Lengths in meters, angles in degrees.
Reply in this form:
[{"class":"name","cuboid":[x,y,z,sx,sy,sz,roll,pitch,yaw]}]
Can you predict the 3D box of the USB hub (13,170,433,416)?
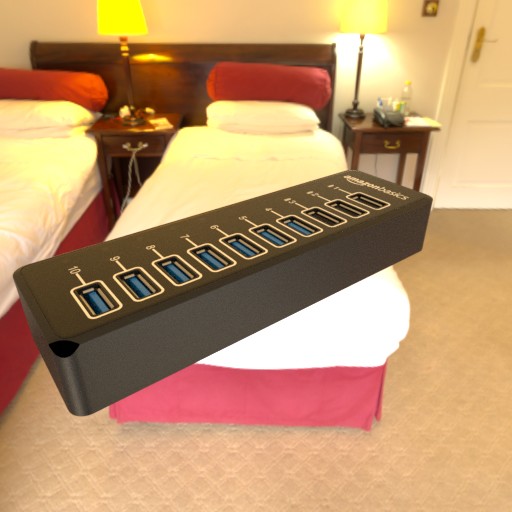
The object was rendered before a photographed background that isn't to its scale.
[{"class":"USB hub","cuboid":[0.000,0.000,0.155,0.145,0.023,0.044,-21,36,-32]}]
